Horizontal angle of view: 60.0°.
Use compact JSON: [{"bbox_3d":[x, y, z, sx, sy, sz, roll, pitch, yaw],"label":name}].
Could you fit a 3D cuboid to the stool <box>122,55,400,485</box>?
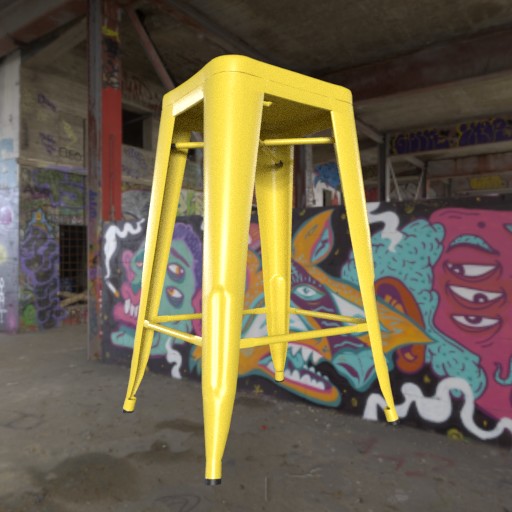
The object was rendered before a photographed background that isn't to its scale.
[{"bbox_3d":[0.000,0.000,0.835,0.399,0.609,0.359,0,0,-35],"label":"stool"}]
